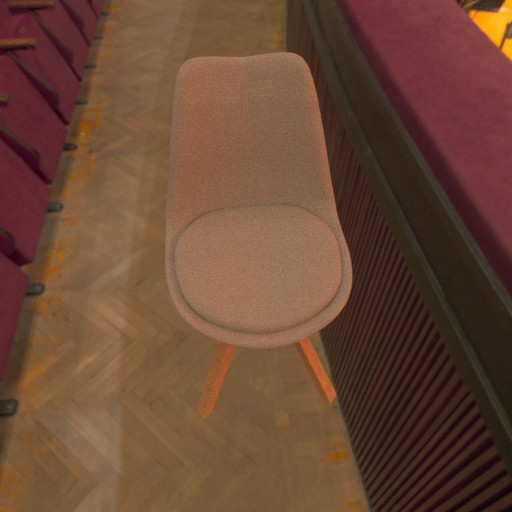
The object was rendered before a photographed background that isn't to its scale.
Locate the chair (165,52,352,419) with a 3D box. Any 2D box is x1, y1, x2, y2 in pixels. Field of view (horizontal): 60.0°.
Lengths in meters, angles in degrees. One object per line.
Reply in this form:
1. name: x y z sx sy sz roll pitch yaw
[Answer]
1. chair: 0.000 0.000 1.203 0.474 0.863 0.549 -5 48 -5
